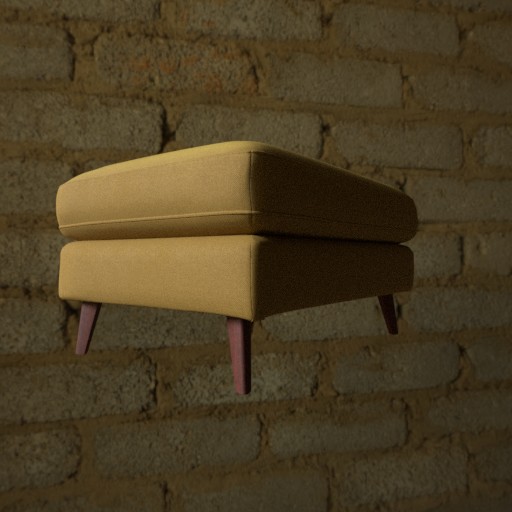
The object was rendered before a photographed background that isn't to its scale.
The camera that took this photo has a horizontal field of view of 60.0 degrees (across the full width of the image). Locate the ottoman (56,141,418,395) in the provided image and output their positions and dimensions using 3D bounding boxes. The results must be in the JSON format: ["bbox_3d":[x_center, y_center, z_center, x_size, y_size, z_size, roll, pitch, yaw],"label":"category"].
[{"bbox_3d":[0.000,0.000,1.151,0.608,0.449,0.811,0,0,37],"label":"ottoman"}]
